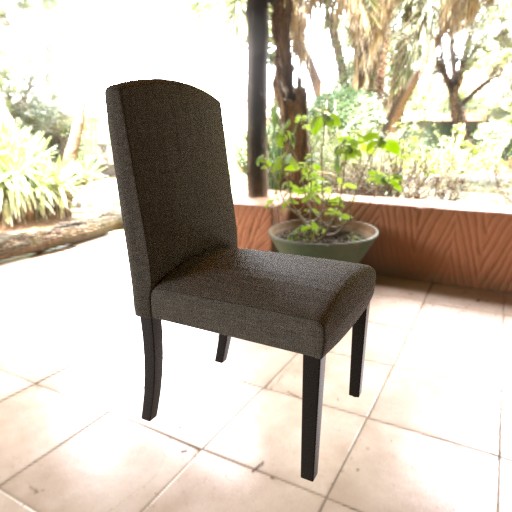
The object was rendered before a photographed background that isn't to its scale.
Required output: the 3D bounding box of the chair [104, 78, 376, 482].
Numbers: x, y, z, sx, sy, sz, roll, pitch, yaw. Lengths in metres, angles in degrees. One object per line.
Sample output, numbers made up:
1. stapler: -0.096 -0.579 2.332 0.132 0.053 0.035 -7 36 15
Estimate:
1. chair: 0.000 0.000 1.194 0.580 0.917 0.451 8 16 27
